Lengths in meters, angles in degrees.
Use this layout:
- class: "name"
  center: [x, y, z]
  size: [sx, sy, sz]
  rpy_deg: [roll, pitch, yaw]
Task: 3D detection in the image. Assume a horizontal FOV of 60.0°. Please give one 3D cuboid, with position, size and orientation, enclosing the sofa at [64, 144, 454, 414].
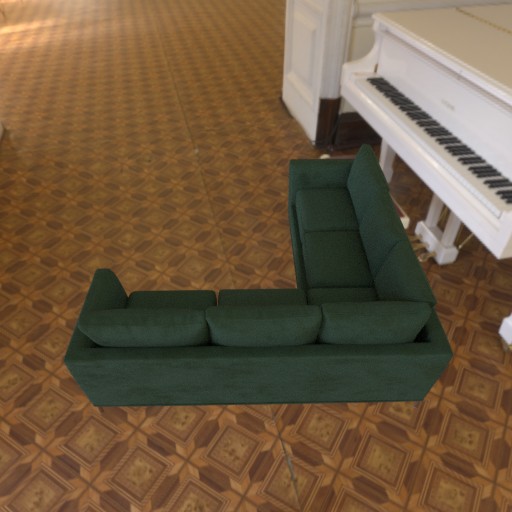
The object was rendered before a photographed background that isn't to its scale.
- class: "sofa"
  center: [0.000, 0.000, 3.834]
  size: [2.452, 1.004, 2.468]
  rpy_deg: [-1, 42, -1]
